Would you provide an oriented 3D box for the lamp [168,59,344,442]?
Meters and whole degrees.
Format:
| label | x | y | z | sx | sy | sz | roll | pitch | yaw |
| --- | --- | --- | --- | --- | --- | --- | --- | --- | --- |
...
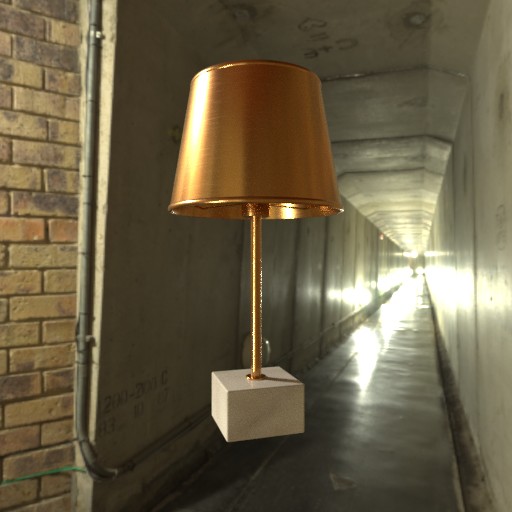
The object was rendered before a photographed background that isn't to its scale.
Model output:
| label | x | y | z | sx | sy | sz | roll | pitch | yaw |
| --- | --- | --- | --- | --- | --- | --- | --- | --- | --- |
| lamp | 0.000 | 0.000 | 0.535 | 0.208 | 0.406 | 0.208 | 0 | 0 | 0 |
